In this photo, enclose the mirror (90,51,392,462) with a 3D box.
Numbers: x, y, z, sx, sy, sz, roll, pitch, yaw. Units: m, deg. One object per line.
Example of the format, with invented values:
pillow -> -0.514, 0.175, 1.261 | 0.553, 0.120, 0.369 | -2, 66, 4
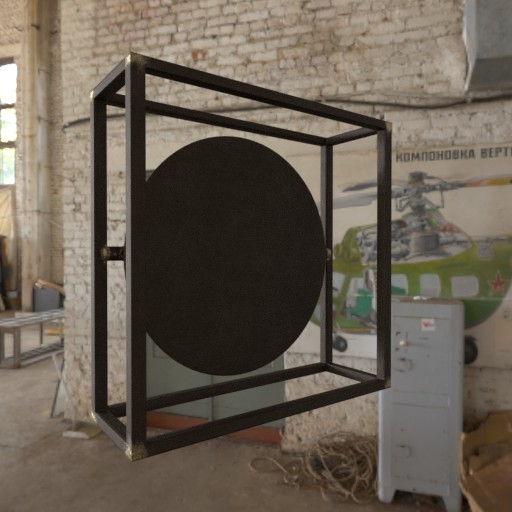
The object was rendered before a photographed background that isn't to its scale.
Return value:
mirror -> 0.000, 0.000, 0.460 | 0.306, 0.303, 0.107 | 0, 1, -36
